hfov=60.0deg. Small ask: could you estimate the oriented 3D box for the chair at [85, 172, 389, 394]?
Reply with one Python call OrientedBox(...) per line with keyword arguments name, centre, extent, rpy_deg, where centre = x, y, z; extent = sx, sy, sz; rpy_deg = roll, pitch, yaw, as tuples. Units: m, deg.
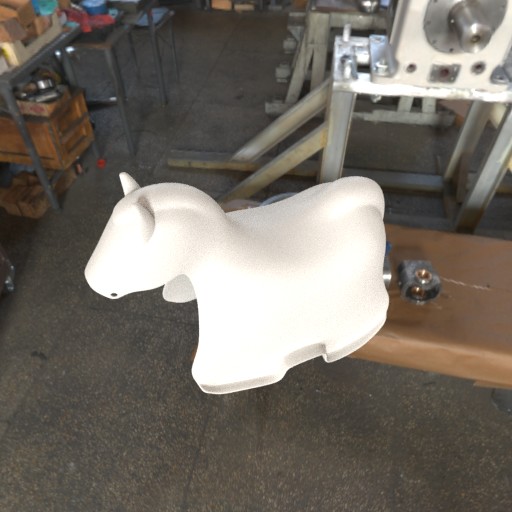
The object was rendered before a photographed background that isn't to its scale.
OrientedBox(name="chair", centre=(0.000, 0.000, 1.142), extent=(0.800, 0.612, 0.429), rpy_deg=(-18, 50, -16))
